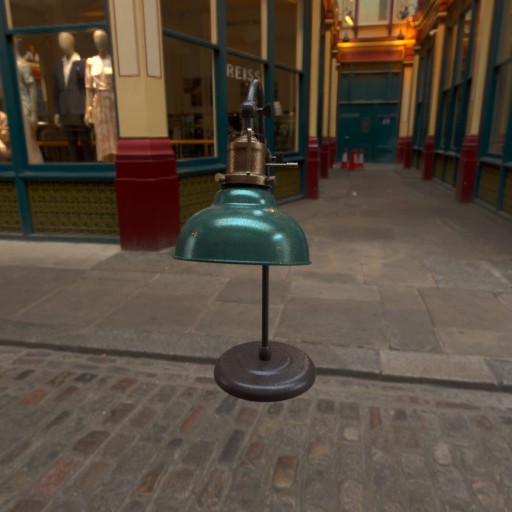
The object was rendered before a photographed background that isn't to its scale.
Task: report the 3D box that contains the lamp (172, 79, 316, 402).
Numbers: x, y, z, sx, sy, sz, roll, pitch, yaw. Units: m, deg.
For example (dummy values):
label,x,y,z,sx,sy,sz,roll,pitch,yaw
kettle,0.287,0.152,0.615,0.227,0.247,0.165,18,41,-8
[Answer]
label,x,y,z,sx,sy,sz,roll,pitch,yaw
lamp,0.000,0.000,0.682,0.192,0.508,0.374,3,16,10
